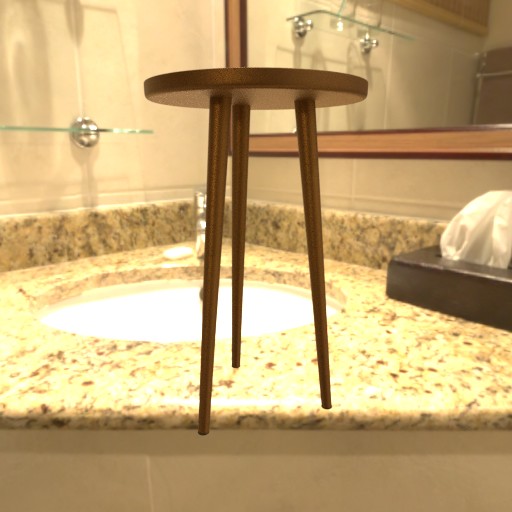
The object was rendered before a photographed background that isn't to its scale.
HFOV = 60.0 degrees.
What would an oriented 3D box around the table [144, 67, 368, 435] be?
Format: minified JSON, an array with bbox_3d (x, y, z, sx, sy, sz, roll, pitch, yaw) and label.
[{"bbox_3d":[0.000,0.000,0.665,0.299,0.480,0.299,2,14,8],"label":"table"}]
